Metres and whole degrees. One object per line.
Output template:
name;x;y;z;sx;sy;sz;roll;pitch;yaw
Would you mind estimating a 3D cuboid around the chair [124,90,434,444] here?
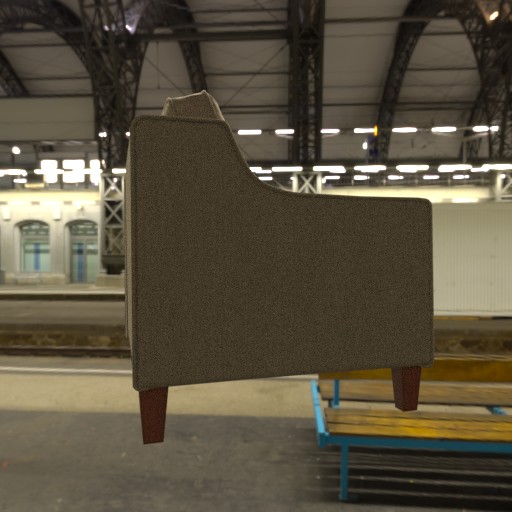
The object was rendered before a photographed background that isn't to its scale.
chair;0.000;0.000;1.612;0.909;0.960;0.831;0;0;-18
